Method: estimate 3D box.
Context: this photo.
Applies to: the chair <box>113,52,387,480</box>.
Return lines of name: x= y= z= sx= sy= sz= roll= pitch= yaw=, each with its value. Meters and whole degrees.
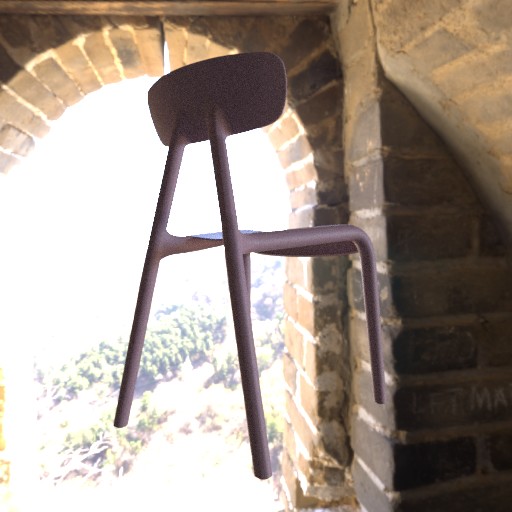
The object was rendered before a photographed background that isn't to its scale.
chair: x=0.000 y=0.000 z=0.820 sx=0.356 sy=0.580 sz=0.401 roll=0 pitch=0 yaw=36
